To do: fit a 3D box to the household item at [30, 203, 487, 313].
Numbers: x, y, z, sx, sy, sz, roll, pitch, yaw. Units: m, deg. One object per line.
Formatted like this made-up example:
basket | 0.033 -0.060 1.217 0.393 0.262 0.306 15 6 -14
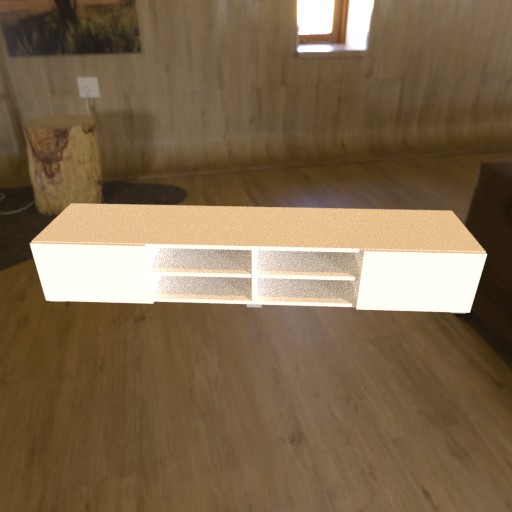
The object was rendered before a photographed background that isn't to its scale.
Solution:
household item | 0.000 0.000 2.047 1.850 0.310 0.420 1 30 2
